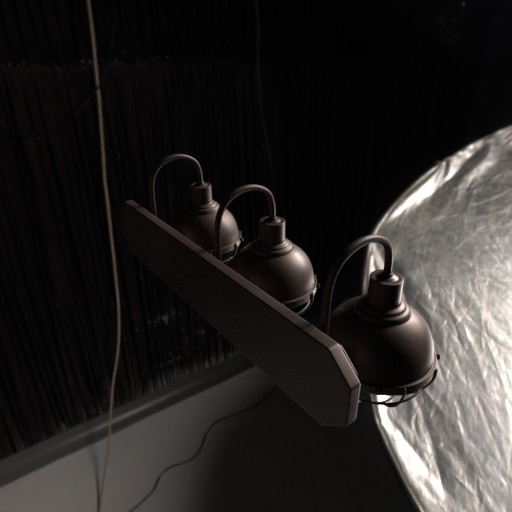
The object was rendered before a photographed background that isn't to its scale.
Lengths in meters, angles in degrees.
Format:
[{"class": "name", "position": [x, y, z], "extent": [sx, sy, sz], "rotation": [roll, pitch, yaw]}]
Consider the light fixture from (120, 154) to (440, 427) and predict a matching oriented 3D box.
[{"class": "light fixture", "position": [0.000, 0.000, 0.746], "extent": [0.229, 0.254, 0.634], "rotation": [-19, 32, -32]}]
